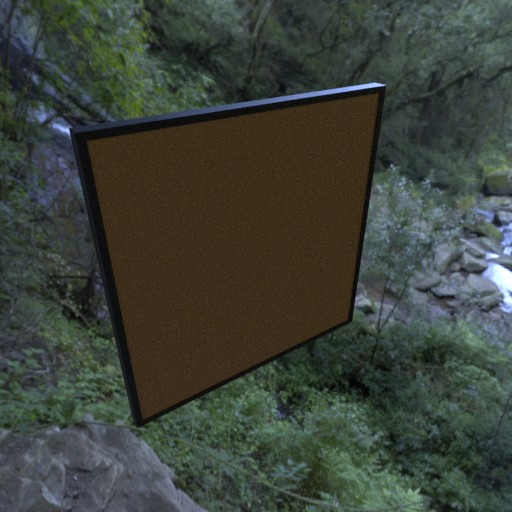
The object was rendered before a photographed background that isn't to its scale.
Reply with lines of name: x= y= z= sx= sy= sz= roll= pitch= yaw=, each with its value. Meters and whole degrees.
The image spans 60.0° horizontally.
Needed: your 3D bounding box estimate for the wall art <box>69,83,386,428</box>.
wall art: x=0.000 y=0.000 z=1.140 sx=0.763 sy=0.763 sz=0.039 roll=-19 pitch=36 yaw=-28
